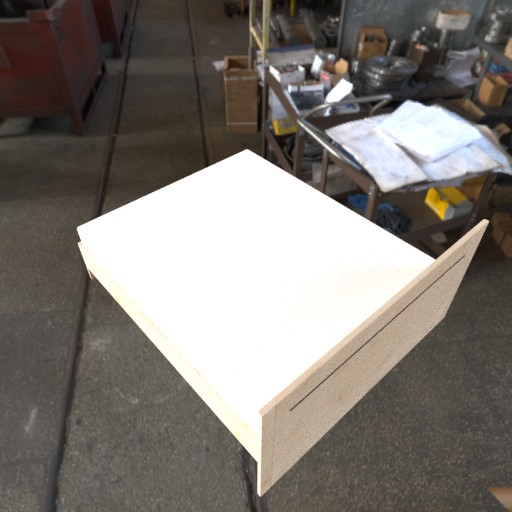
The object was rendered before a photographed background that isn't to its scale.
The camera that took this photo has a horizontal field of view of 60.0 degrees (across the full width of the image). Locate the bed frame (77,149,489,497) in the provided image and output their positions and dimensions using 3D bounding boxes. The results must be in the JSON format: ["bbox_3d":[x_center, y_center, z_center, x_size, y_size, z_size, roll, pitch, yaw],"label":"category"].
[{"bbox_3d":[0.000,0.000,3.027,1.800,0.900,2.080,-32,52,-29],"label":"bed frame"}]
